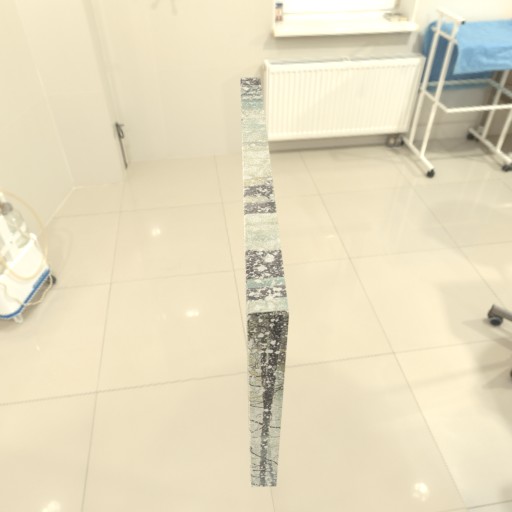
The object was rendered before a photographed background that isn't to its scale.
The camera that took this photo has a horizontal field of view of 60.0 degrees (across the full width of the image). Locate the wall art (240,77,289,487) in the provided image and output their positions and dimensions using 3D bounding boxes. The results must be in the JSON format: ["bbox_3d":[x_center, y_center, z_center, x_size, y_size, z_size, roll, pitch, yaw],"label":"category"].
[{"bbox_3d":[0.000,0.000,0.777,0.042,0.398,0.618,-1,41,-1],"label":"wall art"}]
